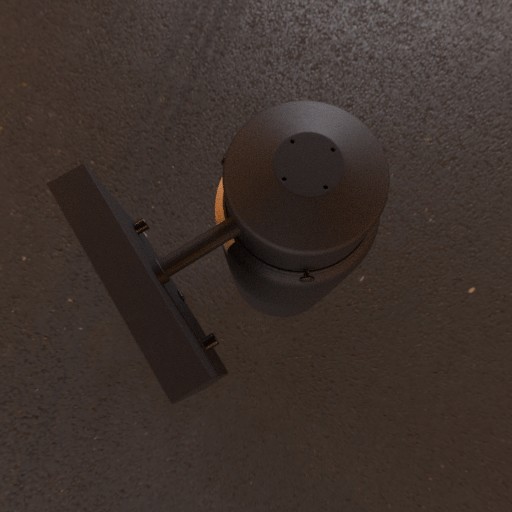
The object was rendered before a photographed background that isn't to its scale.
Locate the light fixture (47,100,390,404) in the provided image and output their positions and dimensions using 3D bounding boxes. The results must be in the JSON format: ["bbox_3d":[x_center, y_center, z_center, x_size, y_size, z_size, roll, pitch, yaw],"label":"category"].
[{"bbox_3d":[0.000,0.000,0.351,0.176,0.257,0.130,-32,78,-7],"label":"light fixture"}]
